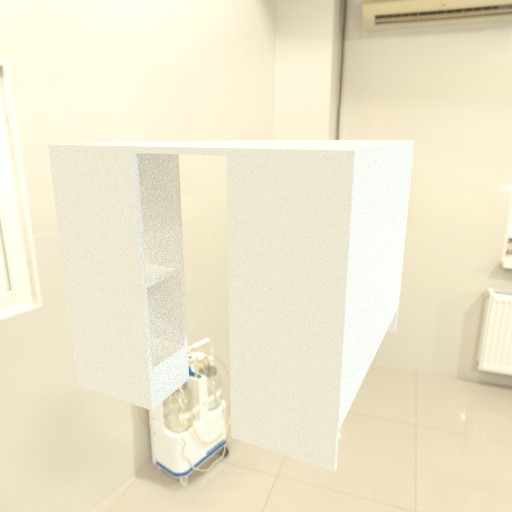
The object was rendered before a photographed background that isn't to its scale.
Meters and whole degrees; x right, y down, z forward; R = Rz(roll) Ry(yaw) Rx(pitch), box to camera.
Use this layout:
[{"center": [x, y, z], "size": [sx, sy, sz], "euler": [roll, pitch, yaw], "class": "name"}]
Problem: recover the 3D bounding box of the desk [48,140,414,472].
[{"center": [0.000, 0.000, 1.646], "size": [0.926, 0.818, 0.940], "euler": [8, 18, 25], "class": "desk"}]
